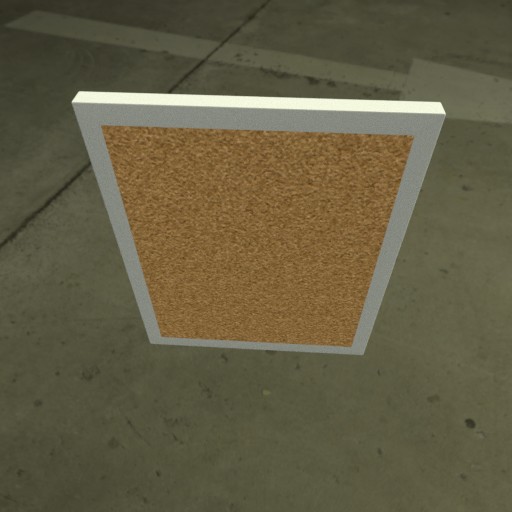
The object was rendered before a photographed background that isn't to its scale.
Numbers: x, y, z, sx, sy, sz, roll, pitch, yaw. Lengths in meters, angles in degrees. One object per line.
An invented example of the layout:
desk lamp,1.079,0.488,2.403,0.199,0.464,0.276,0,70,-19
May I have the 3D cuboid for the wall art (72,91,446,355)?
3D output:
wall art,0.000,0.000,0.747,0.454,0.556,0.028,3,47,2
